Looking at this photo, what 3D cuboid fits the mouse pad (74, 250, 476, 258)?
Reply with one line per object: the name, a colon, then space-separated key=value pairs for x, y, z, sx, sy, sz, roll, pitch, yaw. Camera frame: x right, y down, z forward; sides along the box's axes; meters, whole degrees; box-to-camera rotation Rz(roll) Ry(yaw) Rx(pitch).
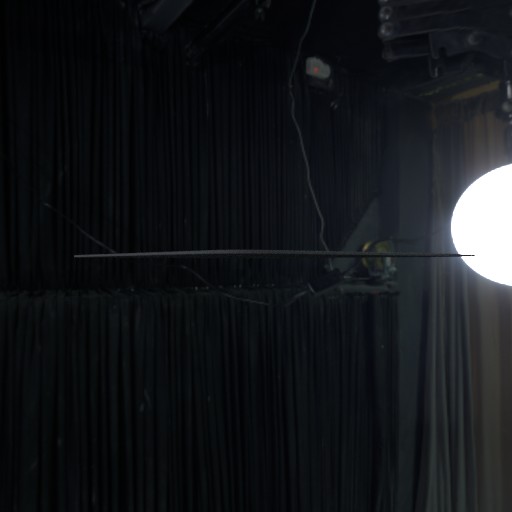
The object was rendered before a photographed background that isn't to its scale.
mouse pad: x=0.000 y=0.000 z=0.434 sx=0.269 sy=0.002 sz=0.315 roll=1 pitch=-1 yaw=-37
